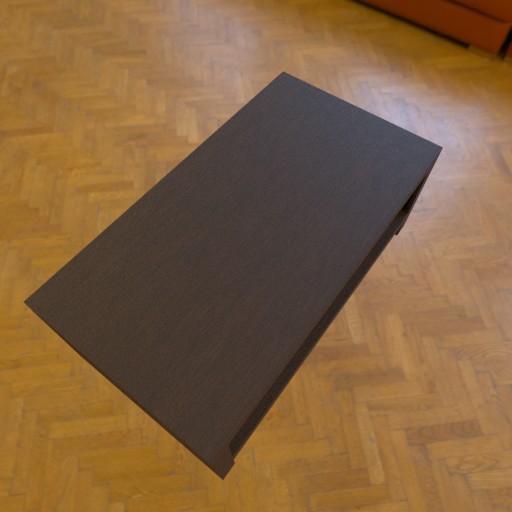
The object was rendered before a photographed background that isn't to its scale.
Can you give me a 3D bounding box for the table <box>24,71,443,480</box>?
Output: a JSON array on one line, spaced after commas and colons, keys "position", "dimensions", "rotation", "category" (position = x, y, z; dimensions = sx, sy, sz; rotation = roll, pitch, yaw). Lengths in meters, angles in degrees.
[{"position": [0.000, 0.000, 1.399], "dimensions": [0.597, 0.424, 1.099], "rotation": [33, 64, 18], "category": "table"}]
